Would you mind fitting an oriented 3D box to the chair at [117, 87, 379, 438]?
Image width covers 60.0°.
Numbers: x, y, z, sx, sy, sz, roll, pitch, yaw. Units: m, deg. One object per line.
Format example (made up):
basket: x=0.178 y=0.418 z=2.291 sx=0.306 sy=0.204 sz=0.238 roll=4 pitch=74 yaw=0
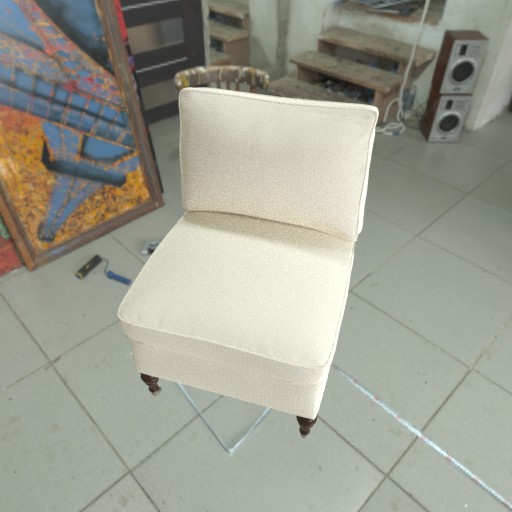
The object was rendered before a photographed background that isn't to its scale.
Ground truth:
chair: x=0.000 y=0.000 z=1.447 sx=0.630 sy=0.887 sz=0.781 roll=11 pitch=43 yaw=12
